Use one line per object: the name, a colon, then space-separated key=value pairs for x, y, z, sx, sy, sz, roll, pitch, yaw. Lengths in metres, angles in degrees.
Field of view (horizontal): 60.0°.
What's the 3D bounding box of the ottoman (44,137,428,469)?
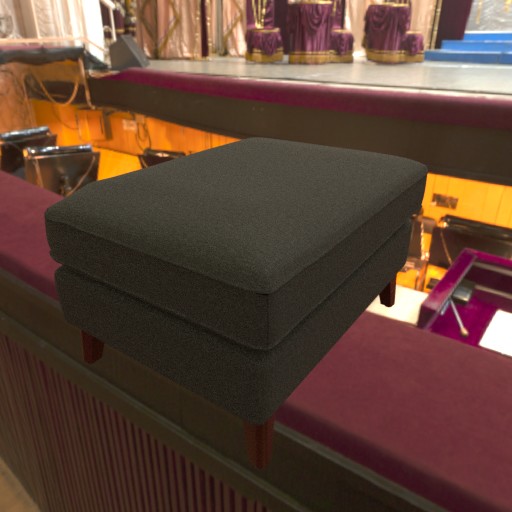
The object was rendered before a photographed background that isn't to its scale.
ottoman: x=0.000 y=0.000 z=1.197 sx=0.629 sy=0.503 sz=0.835 roll=17 pitch=31 yaw=31
